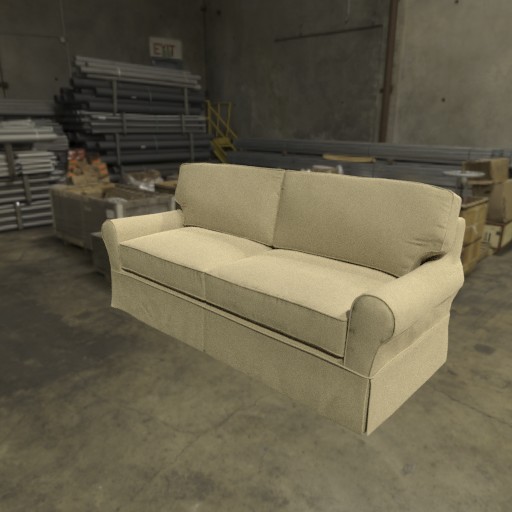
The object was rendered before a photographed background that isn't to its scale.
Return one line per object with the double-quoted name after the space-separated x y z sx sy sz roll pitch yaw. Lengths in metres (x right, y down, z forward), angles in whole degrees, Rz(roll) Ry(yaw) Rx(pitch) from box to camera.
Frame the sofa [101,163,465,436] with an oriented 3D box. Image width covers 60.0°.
0.000 0.000 2.724 2.246 1.014 0.900 15 23 41 "sofa"
